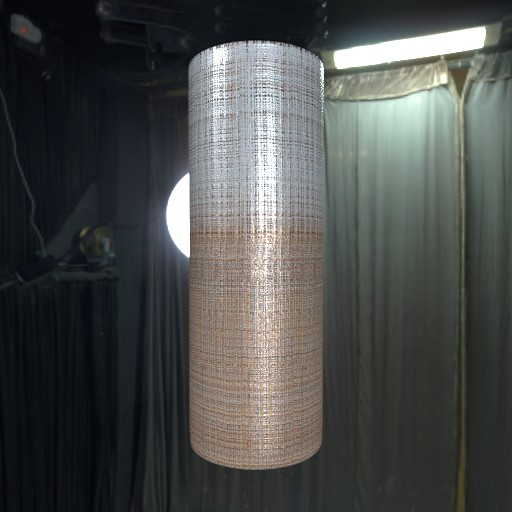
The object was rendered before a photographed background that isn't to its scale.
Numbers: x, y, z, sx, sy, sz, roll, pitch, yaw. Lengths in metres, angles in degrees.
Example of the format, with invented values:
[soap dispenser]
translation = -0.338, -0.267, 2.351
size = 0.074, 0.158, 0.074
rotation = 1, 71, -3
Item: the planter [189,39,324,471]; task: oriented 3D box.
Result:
[planter]
translation = 0.000, 0.000, 0.331
size = 0.099, 0.278, 0.099
rotation = 0, 1, 18
